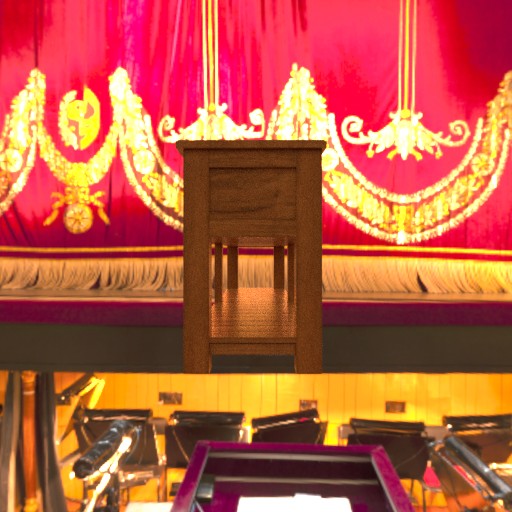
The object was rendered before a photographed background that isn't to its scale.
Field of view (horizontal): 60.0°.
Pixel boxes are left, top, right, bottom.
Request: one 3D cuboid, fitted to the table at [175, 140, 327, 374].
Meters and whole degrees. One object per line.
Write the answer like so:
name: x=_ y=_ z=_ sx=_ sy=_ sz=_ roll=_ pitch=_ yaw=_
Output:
table: x=0.000 y=0.000 z=2.099 sx=0.425 sy=0.635 sz=1.815 roll=0 pitch=0 yaw=0
